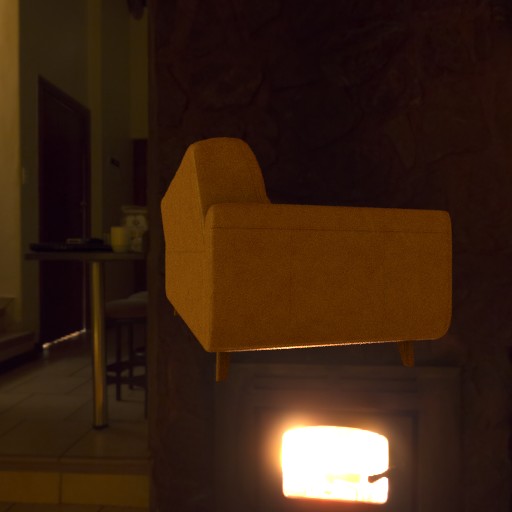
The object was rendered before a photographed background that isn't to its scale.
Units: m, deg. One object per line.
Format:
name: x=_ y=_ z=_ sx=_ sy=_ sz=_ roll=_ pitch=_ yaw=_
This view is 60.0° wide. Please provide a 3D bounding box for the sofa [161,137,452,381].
sofa: x=0.000 y=0.000 z=2.566 sx=0.980 sy=0.892 sz=2.137 roll=0 pitch=0 yaw=-15
